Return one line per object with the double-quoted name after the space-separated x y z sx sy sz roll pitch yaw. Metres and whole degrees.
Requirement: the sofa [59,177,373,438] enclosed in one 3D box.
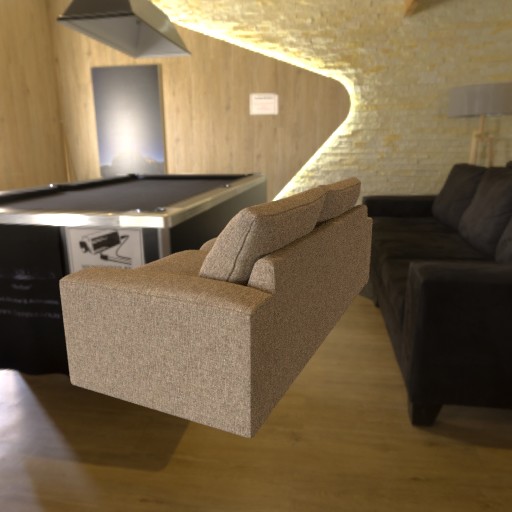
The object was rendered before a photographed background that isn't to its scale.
0.000 0.000 2.852 1.040 0.922 2.299 7 16 24 "sofa"
